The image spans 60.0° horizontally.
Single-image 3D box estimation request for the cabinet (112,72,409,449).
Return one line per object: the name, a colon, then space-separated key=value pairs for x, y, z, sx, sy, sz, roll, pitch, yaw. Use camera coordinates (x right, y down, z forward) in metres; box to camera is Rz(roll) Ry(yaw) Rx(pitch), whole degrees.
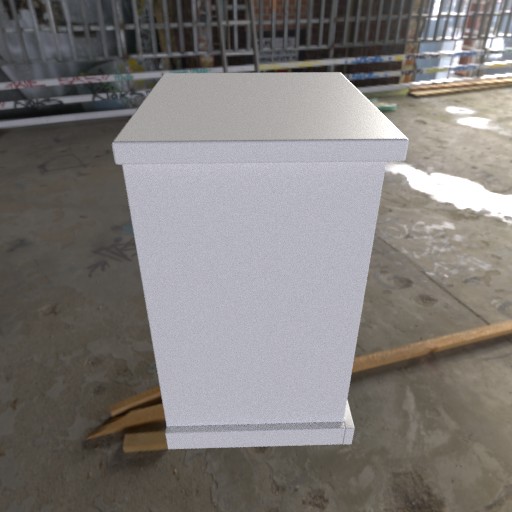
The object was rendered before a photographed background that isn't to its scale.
cabinet: x=0.000 y=0.000 z=1.050 sx=0.431 sy=0.723 sz=0.520 roll=-1 pitch=33 yaw=-2
